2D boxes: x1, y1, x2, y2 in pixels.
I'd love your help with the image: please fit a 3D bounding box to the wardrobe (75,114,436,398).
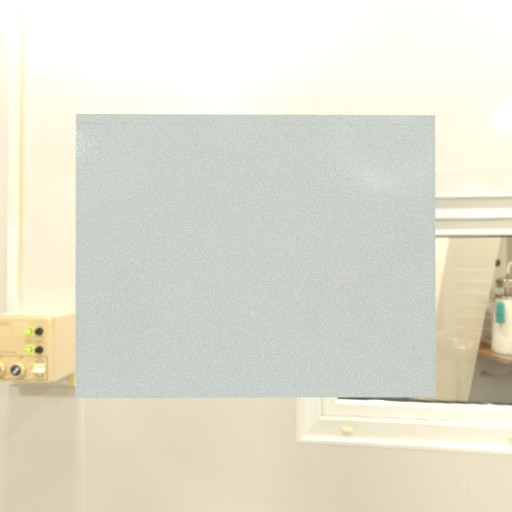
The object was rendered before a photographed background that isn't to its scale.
[{"bbox_3d":[0.000,0.000,3.982,3.000,2.360,0.580,0,0,-1],"label":"wardrobe"}]
